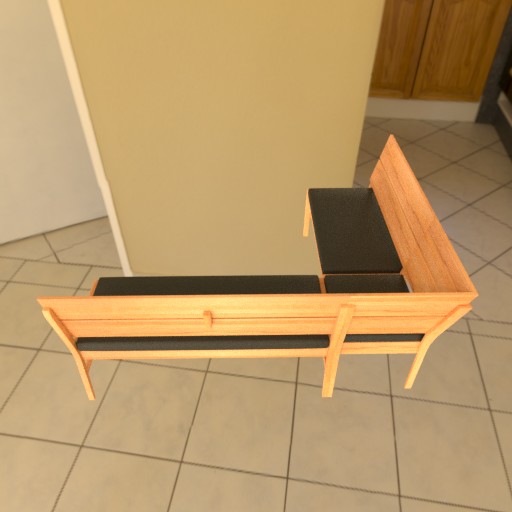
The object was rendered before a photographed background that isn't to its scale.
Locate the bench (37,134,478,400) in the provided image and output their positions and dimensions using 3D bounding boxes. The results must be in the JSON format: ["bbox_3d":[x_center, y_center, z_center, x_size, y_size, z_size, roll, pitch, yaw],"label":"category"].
[{"bbox_3d":[0.000,0.000,2.822,1.948,0.890,1.548,-1,42,-1],"label":"bench"}]
